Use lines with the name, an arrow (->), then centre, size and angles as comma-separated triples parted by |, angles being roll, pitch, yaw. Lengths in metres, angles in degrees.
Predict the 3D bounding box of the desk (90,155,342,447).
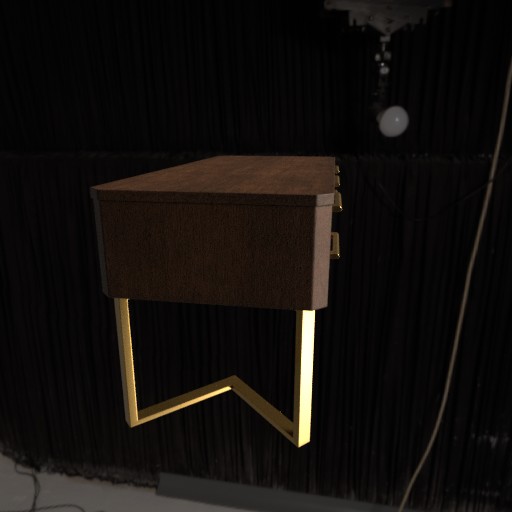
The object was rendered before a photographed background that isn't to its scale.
desk -> 0.000, 0.000, 1.934 | 0.684, 0.762, 1.479 | 3, 16, 9
